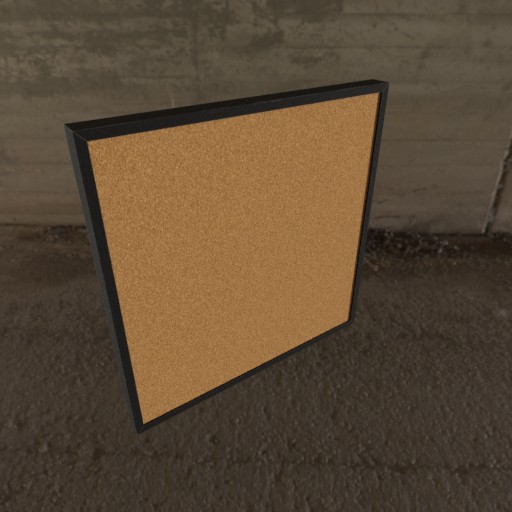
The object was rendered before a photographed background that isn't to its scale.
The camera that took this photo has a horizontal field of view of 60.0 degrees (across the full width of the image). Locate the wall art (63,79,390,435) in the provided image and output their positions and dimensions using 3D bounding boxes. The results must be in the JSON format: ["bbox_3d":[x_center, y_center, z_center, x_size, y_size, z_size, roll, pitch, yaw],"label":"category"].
[{"bbox_3d":[0.000,0.000,0.743,0.506,0.506,0.036,-20,36,-29],"label":"wall art"}]
